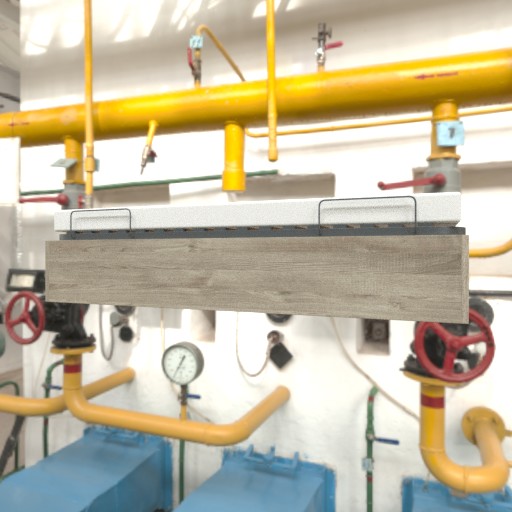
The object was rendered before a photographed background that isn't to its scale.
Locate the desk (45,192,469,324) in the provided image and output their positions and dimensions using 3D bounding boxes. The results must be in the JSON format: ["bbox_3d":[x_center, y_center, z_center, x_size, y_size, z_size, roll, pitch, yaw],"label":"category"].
[{"bbox_3d":[0.000,0.000,2.258,1.900,0.455,0.900,0,0,21],"label":"desk"}]
